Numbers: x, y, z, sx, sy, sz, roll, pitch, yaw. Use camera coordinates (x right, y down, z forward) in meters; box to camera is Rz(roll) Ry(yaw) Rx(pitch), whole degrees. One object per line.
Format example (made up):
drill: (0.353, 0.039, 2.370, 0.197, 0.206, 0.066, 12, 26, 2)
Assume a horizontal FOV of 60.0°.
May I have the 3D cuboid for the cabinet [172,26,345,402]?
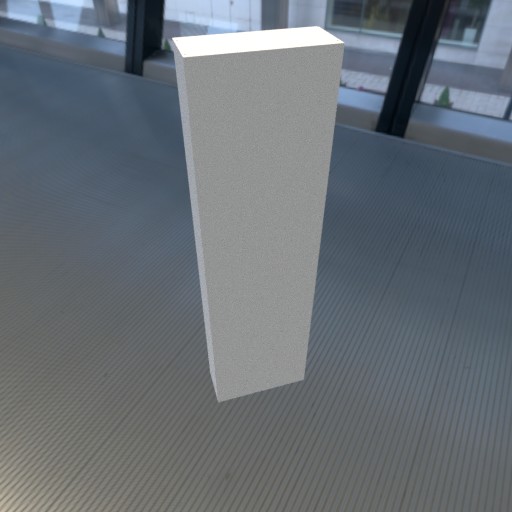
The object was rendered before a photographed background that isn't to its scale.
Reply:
cabinet: (0.000, 0.000, 1.974, 0.500, 1.790, 0.230, -11, 42, -13)
